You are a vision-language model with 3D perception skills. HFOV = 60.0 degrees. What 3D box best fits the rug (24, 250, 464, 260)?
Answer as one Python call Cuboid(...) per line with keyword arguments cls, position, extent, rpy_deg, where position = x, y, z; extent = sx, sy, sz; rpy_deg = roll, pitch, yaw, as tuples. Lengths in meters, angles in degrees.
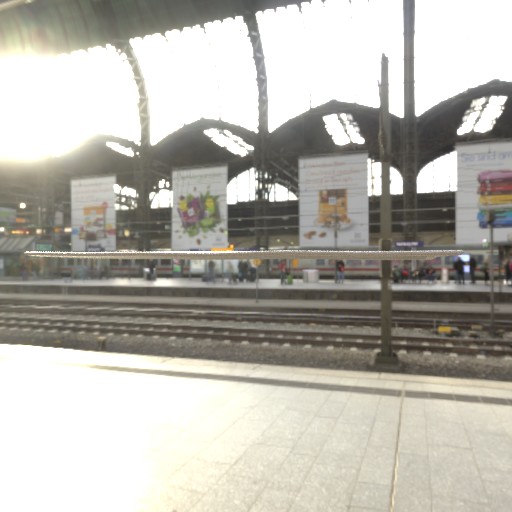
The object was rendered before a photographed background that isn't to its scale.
Cuboid(cls="rug", position=(0.000, 0.000, 2.327), extent=(1.829, 0.034, 1.252), rpy_deg=(0, -1, 17))
